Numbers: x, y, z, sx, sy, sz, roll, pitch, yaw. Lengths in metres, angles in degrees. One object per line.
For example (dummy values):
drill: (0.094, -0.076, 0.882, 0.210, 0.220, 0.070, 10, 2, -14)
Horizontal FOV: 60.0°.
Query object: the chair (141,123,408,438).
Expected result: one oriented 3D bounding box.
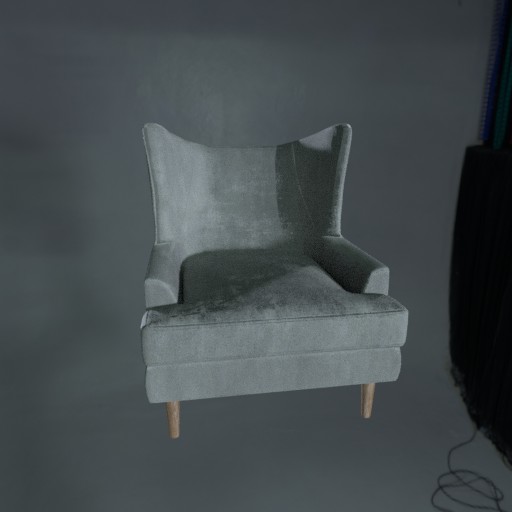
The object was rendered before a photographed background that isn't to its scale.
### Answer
chair: (0.000, 0.000, 1.645, 0.784, 0.950, 0.906, -3, 16, -9)
